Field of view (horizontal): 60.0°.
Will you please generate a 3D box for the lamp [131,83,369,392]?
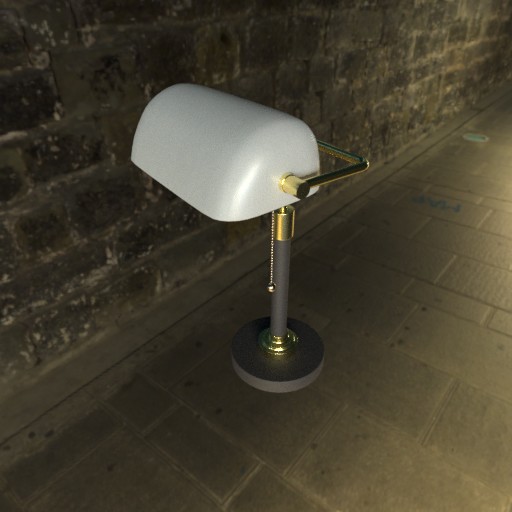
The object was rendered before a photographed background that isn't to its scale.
[{"bbox_3d":[0.000,0.000,0.566,0.227,0.404,0.269,-21,38,-30],"label":"lamp"}]
